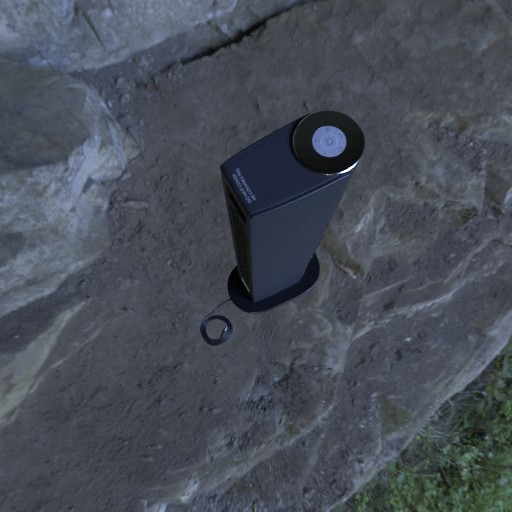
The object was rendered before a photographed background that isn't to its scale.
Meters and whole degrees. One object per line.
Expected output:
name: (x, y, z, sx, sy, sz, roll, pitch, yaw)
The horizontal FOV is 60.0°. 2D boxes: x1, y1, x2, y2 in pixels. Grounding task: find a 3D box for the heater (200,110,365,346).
heater: (0.000, 0.000, 1.065, 0.458, 0.856, 0.214, -28, 77, -7)
